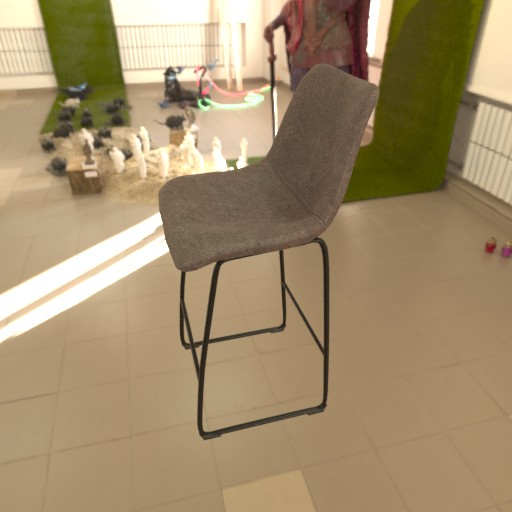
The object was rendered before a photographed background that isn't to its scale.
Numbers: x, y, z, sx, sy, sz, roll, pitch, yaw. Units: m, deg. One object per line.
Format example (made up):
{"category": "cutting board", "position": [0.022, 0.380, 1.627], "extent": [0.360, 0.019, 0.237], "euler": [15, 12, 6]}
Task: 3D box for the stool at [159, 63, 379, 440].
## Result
{"category": "stool", "position": [0.000, 0.000, 1.423], "extent": [0.561, 1.082, 0.514], "euler": [-8, 33, -13]}
